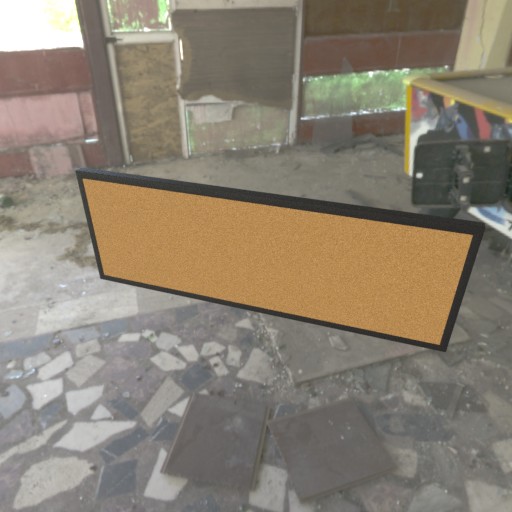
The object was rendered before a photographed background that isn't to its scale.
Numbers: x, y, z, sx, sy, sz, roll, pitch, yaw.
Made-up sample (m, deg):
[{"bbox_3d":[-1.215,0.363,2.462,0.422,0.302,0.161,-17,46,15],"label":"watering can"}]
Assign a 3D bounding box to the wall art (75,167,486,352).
[{"bbox_3d":[0.000,0.000,1.802,1.572,0.554,0.041,10,34,15],"label":"wall art"}]
